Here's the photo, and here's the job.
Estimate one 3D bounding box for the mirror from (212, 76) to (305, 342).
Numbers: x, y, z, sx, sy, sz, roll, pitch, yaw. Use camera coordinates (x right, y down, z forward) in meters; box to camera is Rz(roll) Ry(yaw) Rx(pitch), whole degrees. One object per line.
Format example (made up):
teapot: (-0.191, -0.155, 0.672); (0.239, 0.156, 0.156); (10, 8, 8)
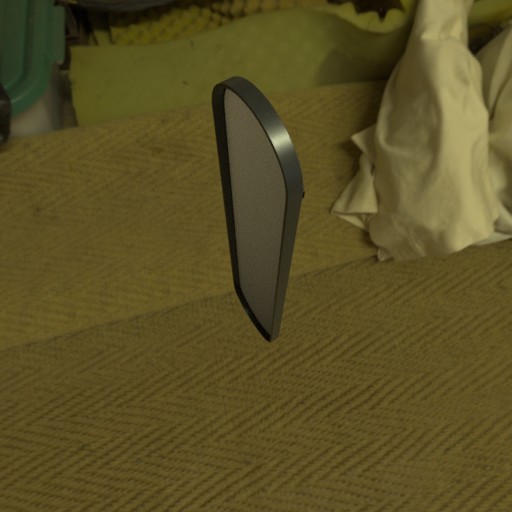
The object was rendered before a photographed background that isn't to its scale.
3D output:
mirror: (0.000, 0.000, 1.047); (0.032, 0.991, 0.222); (-30, 68, -13)
